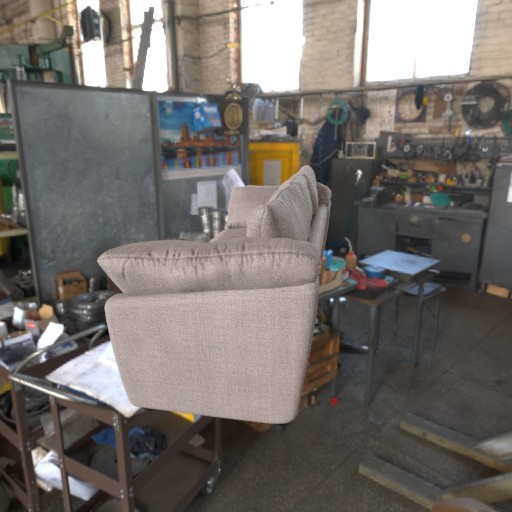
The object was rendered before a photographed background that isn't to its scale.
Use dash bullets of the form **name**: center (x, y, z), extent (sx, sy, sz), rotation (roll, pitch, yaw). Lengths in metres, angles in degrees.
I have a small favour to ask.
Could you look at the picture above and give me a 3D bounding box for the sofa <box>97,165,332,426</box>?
- **sofa**: center (0.000, 0.000, 2.800), extent (0.878, 0.996, 2.334), rotation (3, 16, 10)
